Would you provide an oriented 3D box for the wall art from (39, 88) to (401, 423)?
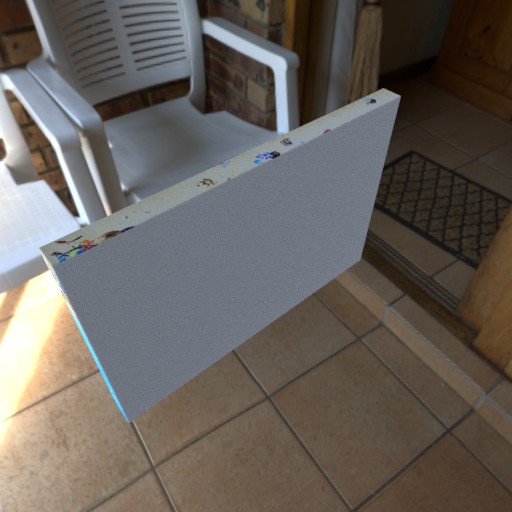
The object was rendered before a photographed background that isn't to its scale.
[{"bbox_3d":[0.000,0.000,1.132,0.894,0.595,0.057,-31,54,-26],"label":"wall art"}]
